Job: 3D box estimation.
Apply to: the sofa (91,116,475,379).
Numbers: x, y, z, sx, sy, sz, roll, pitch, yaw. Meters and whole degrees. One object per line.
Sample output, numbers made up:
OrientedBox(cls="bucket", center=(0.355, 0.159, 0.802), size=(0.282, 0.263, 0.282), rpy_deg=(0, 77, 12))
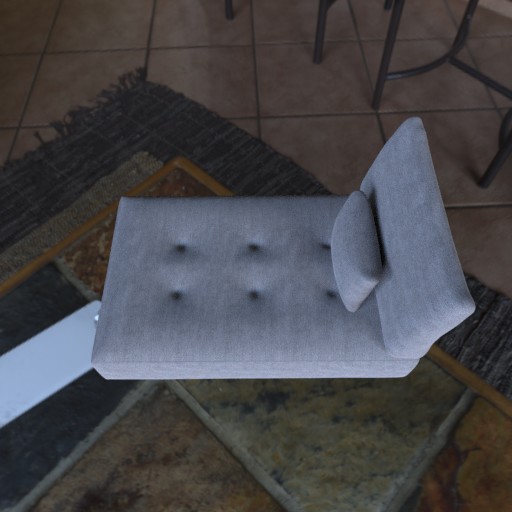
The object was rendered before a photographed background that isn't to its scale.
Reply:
OrientedBox(cls="sofa", center=(0.000, 0.000, 1.995), size=(1.450, 0.820, 0.930), rpy_deg=(0, 60, 0))
